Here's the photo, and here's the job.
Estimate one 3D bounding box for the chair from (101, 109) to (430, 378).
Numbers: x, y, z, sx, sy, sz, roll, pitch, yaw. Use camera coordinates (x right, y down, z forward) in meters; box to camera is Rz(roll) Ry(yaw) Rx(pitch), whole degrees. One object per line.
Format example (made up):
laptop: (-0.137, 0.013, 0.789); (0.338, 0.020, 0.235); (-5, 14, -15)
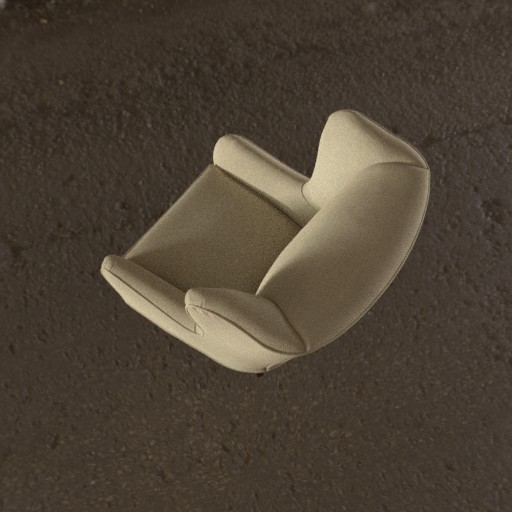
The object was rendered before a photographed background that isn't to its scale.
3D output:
chair: (0.000, 0.000, 1.761); (0.966, 1.040, 0.838); (32, 68, 15)
